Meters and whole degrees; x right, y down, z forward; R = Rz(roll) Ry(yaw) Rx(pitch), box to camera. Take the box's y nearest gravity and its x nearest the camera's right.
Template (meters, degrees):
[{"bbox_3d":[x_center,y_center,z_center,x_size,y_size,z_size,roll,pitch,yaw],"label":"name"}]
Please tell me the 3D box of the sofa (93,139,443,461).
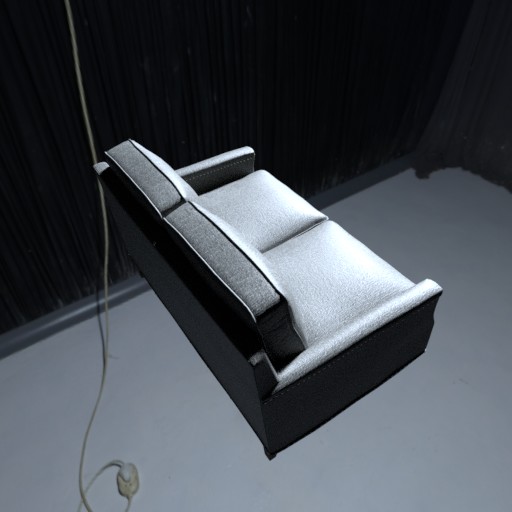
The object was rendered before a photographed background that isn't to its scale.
[{"bbox_3d":[0.000,0.000,2.325,1.084,1.003,1.597,-25,48,-25],"label":"sofa"}]
